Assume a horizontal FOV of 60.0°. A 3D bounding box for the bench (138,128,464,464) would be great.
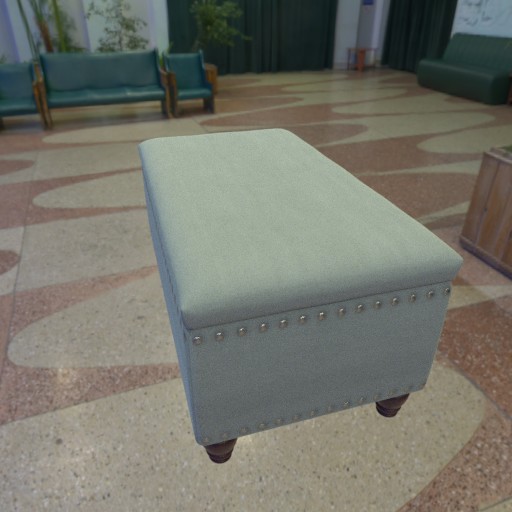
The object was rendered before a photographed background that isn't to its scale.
[{"bbox_3d":[0.000,0.000,1.174,0.500,0.449,0.887,-9,32,-15],"label":"bench"}]
